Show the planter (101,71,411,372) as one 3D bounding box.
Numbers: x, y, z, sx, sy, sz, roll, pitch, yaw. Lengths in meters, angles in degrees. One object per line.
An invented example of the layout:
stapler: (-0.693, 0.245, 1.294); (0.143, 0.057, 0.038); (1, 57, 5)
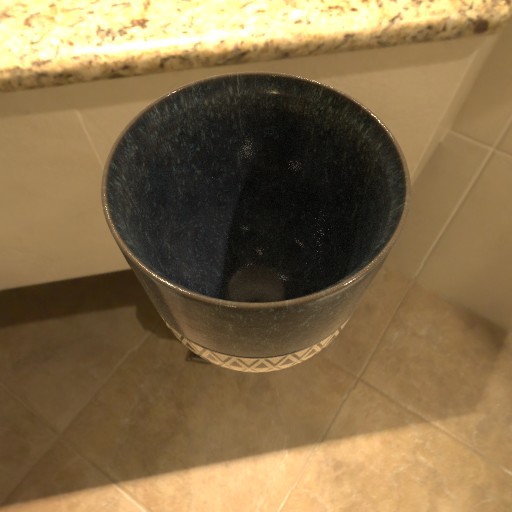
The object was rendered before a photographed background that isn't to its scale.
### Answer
planter: (0.000, 0.000, 0.373); (0.195, 0.214, 0.195); (0, 59, 0)
